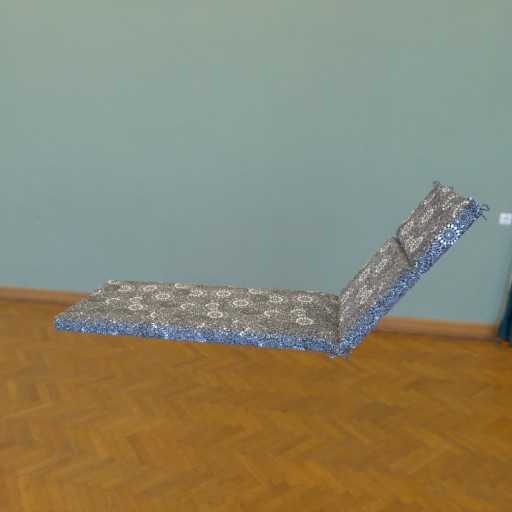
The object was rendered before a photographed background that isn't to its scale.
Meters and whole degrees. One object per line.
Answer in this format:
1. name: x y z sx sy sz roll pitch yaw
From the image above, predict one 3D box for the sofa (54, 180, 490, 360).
1. sofa: 0.000 0.000 1.908 1.663 0.622 0.582 3 16 9
